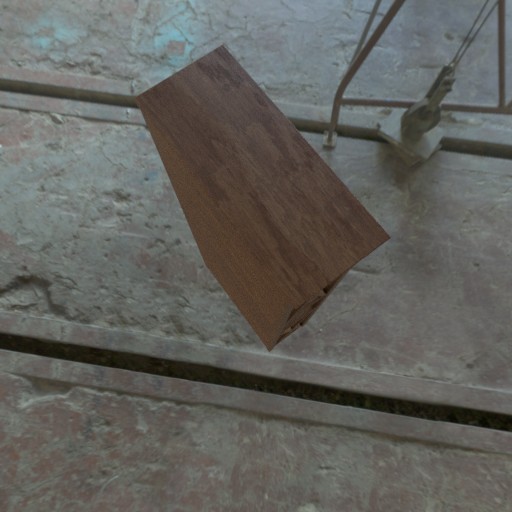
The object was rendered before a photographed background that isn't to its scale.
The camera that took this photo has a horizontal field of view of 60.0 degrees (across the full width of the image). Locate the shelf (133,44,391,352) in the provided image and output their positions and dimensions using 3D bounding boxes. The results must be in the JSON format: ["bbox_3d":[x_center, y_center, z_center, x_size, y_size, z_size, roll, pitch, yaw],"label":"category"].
[{"bbox_3d":[0.000,0.000,2.201,0.335,1.905,0.805,-35,77,-10],"label":"shelf"}]
